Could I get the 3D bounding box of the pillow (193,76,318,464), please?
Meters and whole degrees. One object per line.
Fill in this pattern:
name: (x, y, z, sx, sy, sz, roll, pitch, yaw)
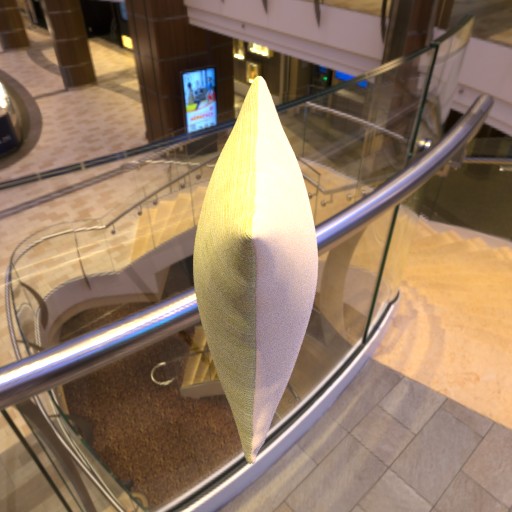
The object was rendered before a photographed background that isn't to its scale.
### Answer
pillow: (0.000, 0.000, 0.829, 0.229, 0.487, 0.560, 1, 40, 1)
